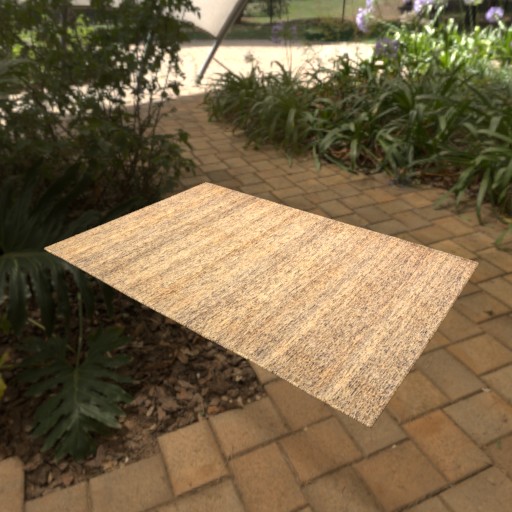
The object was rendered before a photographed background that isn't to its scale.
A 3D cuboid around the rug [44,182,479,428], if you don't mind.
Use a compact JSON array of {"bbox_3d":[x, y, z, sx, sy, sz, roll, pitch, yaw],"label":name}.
[{"bbox_3d":[0.000,0.000,2.253,1.846,0.014,1.243,21,36,32],"label":"rug"}]
